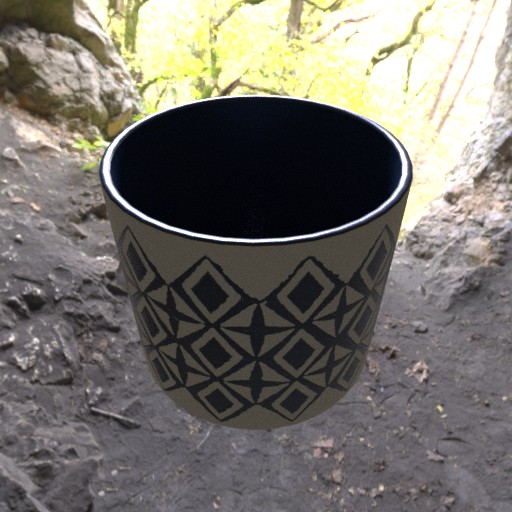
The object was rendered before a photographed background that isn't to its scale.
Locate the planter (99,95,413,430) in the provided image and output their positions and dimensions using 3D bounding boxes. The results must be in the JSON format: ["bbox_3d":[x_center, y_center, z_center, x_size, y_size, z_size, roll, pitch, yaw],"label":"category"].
[{"bbox_3d":[0.000,0.000,0.316,0.182,0.165,0.182,0,40,0],"label":"planter"}]
